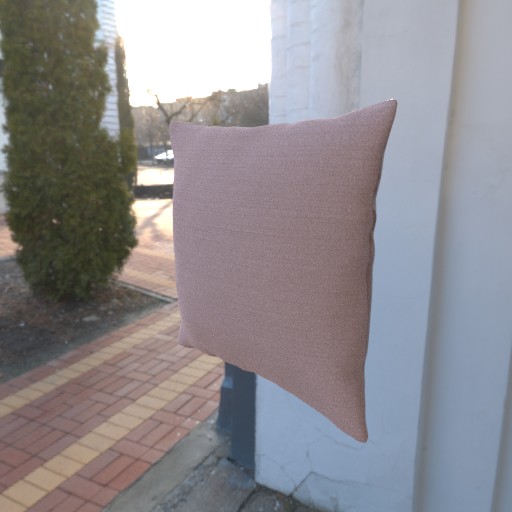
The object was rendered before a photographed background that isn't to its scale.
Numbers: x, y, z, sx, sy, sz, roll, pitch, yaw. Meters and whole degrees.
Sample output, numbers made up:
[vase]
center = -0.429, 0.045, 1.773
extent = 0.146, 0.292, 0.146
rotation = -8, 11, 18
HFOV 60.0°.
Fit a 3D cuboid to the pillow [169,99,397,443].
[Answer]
[pillow]
center = 0.000, 0.000, 0.743
extent = 0.175, 0.464, 0.470
rotation = -13, 18, -43
